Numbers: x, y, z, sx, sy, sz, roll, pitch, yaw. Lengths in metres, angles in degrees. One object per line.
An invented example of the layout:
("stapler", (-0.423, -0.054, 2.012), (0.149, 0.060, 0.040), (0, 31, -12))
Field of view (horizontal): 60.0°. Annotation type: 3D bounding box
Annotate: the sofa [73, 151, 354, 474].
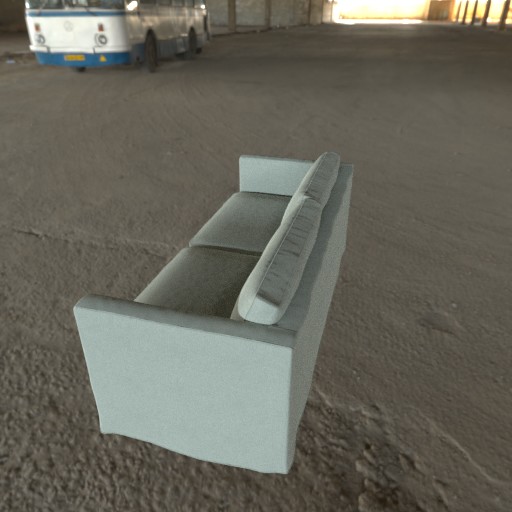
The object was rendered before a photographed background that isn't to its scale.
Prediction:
("sofa", (0.000, 0.000, 2.780), (0.962, 0.853, 2.312), (8, 30, 14))
